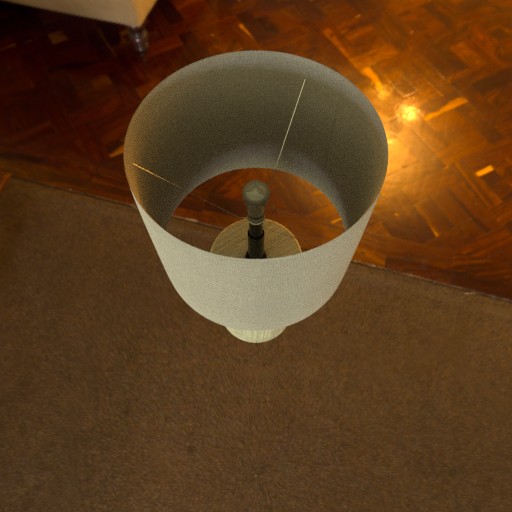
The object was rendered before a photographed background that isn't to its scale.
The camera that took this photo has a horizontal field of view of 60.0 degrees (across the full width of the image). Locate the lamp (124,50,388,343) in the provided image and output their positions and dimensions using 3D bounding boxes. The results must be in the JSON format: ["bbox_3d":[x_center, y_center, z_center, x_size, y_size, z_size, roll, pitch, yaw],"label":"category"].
[{"bbox_3d":[0.000,0.000,0.579,0.228,0.444,0.228,-31,68,-14],"label":"lamp"}]
